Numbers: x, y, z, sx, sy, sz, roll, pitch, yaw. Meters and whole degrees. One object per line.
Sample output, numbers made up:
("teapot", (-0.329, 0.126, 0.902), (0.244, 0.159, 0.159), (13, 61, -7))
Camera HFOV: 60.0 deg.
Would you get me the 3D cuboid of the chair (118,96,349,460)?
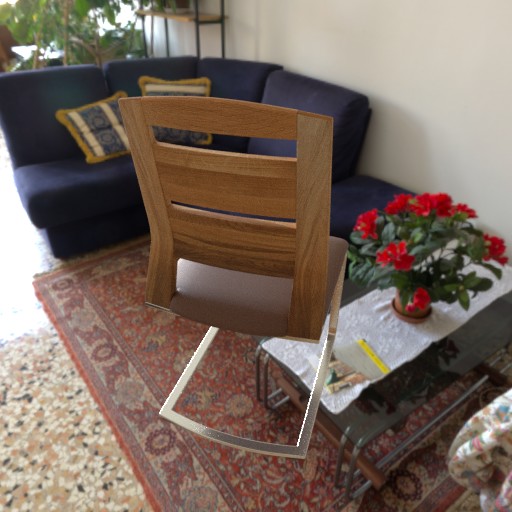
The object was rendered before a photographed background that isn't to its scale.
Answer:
("chair", (0.000, 0.000, 1.240), (0.460, 0.970, 0.570), (10, 35, 15))
